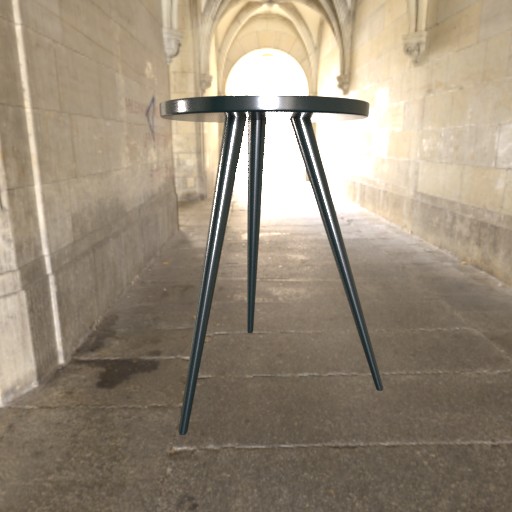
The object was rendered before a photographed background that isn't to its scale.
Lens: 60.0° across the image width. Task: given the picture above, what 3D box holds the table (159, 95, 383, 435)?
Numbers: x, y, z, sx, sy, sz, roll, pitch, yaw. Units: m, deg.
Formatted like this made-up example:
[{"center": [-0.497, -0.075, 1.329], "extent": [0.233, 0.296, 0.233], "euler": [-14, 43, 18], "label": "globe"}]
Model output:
[{"center": [0.000, 0.000, 0.847], "extent": [0.403, 0.548, 0.415], "euler": [13, 19, 42], "label": "table"}]
